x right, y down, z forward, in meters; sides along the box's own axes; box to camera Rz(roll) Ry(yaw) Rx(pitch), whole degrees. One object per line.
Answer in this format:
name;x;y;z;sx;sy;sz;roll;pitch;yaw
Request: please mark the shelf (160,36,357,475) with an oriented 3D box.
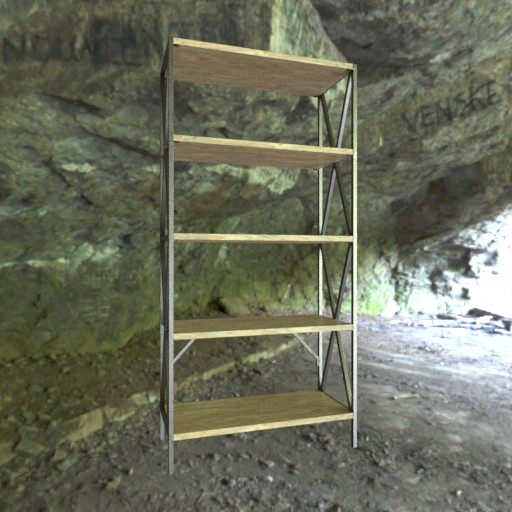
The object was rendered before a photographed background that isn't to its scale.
shelf;0.000;0.000;2.136;0.874;1.803;0.386;0;0;-18
